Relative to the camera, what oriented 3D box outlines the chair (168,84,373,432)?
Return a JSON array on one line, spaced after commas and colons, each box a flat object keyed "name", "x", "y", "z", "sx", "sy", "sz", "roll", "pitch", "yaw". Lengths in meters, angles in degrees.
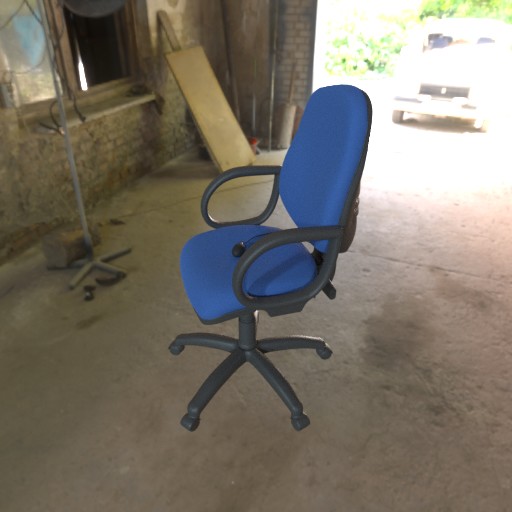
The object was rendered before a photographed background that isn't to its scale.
[{"name": "chair", "x": 0.000, "y": 0.000, "z": 1.258, "sx": 0.549, "sy": 0.905, "sz": 0.552, "roll": -8, "pitch": 32, "yaw": -14}]
